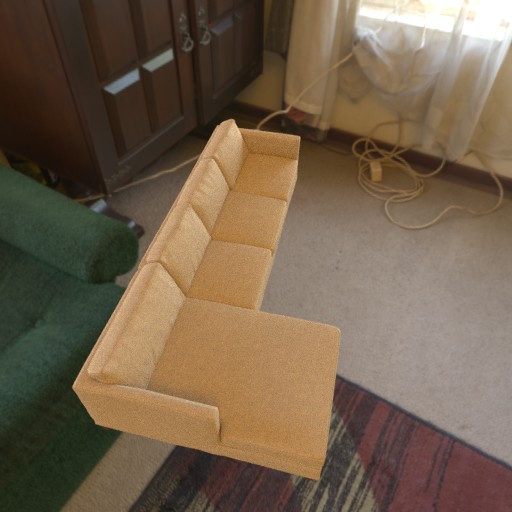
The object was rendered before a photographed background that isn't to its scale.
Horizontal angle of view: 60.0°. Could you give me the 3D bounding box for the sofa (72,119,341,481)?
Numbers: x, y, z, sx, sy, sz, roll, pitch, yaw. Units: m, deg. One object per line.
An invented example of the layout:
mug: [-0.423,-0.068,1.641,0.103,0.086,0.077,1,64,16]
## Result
sofa: [0.000,0.000,3.858,1.625,0.846,3.186,10,48,9]
